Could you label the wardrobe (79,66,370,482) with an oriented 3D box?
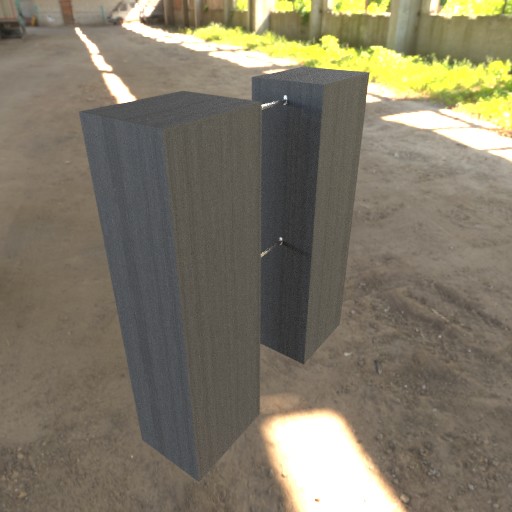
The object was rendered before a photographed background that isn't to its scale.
[{"bbox_3d":[0.000,0.000,2.782,0.480,2.000,1.770,20,35,31],"label":"wardrobe"}]
